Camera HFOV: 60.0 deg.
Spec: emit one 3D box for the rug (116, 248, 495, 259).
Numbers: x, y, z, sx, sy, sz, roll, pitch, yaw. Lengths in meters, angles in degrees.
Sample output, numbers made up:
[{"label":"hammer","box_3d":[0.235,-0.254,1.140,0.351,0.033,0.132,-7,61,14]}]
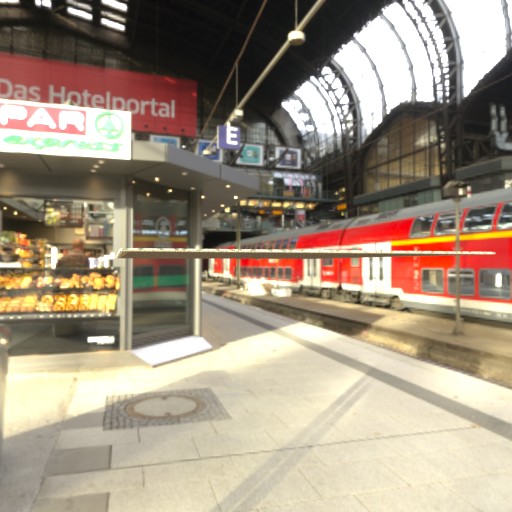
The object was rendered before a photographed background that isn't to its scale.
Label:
[{"label":"rug","box_3d":[0.000,0.000,4.076,2.441,0.017,3.050,0,-1,-18]}]
